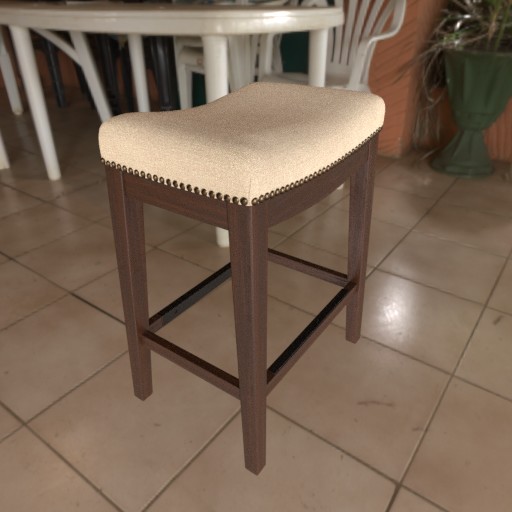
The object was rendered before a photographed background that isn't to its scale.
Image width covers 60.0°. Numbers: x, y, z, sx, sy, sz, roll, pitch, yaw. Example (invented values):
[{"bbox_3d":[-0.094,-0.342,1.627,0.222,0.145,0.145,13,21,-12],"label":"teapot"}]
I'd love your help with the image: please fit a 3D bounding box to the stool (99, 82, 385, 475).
[{"bbox_3d":[0.000,0.000,0.992,0.363,0.669,0.509,20,36,30],"label":"stool"}]
